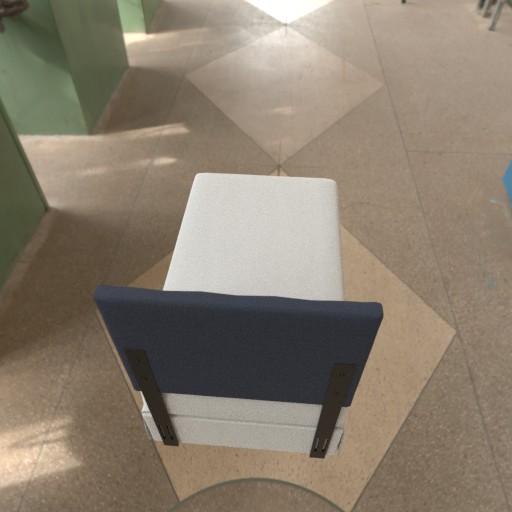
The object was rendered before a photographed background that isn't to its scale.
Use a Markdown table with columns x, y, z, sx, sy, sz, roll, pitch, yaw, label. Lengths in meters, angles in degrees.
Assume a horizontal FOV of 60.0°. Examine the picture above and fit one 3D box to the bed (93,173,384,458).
| x | y | z | sx | sy | sz | roll | pitch | yaw | label |
| --- | --- | --- | --- | --- | --- | --- | --- | --- | --- |
| 0.000 | 0.000 | 2.933 | 1.261 | 1.571 | 1.997 | 3 | 48 | 3 | bed |
